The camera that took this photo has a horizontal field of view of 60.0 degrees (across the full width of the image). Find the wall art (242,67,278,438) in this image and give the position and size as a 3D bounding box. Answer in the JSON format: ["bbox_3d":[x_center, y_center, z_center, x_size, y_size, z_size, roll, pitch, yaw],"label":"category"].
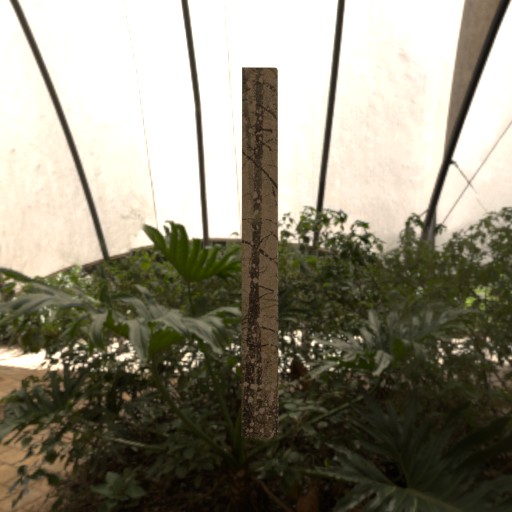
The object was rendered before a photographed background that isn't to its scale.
[{"bbox_3d":[0.000,0.000,0.782,0.042,0.398,0.618,0,-1,-1],"label":"wall art"}]
